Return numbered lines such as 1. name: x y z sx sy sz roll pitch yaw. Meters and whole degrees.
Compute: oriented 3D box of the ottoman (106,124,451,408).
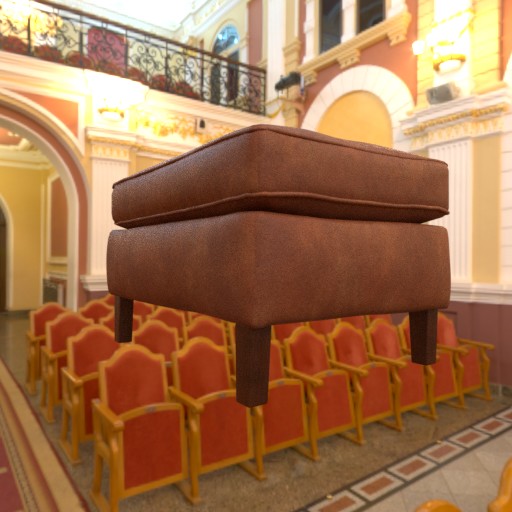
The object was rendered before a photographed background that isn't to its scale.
1. ottoman: 0.000 0.000 0.977 0.501 0.418 0.665 0 0 -35
